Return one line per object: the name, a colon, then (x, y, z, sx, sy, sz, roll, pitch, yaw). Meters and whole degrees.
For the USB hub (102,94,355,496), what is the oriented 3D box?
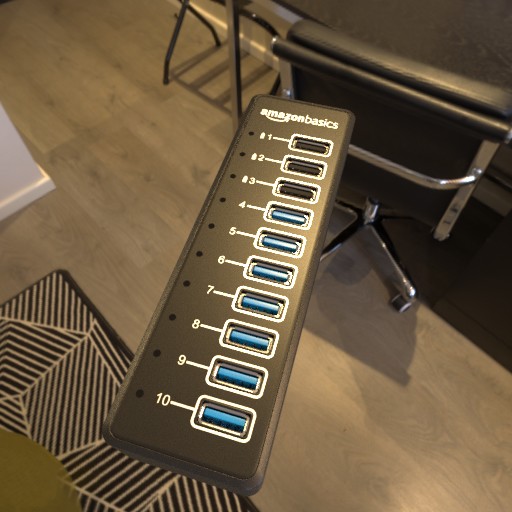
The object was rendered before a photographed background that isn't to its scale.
USB hub: (0.000, 0.000, 0.157, 0.044, 0.023, 0.145, 14, 59, 9)
